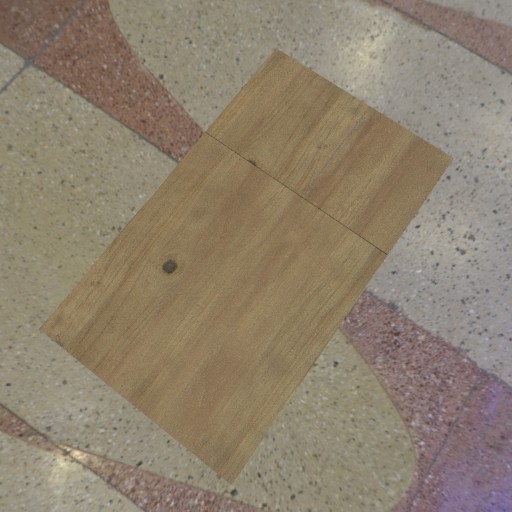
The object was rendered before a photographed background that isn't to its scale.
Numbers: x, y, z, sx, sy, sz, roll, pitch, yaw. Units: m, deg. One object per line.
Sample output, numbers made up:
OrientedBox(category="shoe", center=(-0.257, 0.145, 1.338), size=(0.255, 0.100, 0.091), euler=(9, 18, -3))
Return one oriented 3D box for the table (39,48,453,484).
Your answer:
OrientedBox(category="table", center=(0.000, 0.000, 1.449), size=(0.655, 0.395, 1.101), euler=(35, 78, 8))
